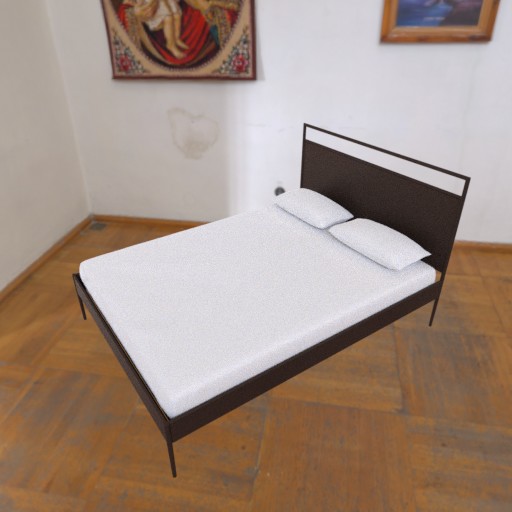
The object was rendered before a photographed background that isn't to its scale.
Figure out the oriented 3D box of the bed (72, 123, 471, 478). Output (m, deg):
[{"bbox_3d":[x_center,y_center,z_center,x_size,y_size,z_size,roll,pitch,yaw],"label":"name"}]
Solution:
[{"bbox_3d":[0.000,0.000,3.046,2.122,1.173,1.572,-20,36,-29],"label":"bed"}]
